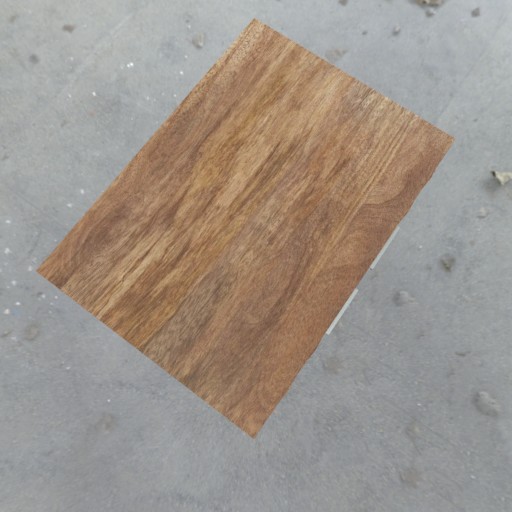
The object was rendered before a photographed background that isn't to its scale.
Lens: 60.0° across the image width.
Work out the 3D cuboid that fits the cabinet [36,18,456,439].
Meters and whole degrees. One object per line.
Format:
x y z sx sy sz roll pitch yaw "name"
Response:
0.000 0.000 1.163 0.473 0.758 0.647 35 78 8 "cabinet"
